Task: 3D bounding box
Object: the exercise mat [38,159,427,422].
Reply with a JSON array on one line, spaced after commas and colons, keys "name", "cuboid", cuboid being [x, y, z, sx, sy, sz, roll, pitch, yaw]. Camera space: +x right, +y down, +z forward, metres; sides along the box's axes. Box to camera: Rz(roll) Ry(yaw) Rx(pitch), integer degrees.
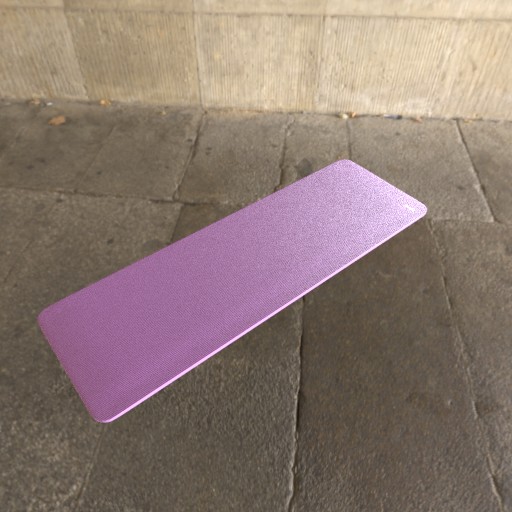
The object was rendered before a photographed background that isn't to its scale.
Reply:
[{"name": "exercise mat", "cuboid": [0.000, 0.000, 2.078, 1.869, 0.021, 0.616, -30, 53, -26]}]
